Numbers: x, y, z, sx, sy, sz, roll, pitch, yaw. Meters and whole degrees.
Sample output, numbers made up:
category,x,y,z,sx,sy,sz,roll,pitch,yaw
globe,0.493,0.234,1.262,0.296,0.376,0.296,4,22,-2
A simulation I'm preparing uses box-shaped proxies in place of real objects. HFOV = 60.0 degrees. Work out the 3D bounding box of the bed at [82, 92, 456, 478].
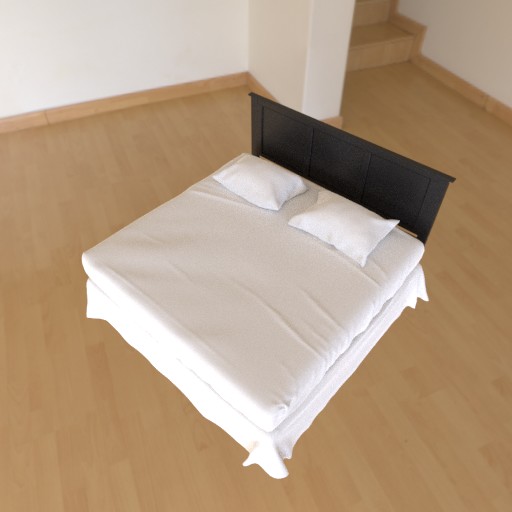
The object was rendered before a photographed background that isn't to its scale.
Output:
category,x,y,z,sx,sy,sz,roll,pitch,yaw
bed,0.000,0.000,3.559,2.315,1.271,2.219,33,55,27
